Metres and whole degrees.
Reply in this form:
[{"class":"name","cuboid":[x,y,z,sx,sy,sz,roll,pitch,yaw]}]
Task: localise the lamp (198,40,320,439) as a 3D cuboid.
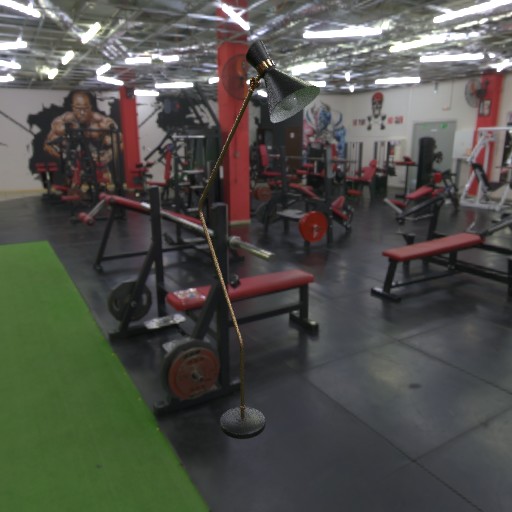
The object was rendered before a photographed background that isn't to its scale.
[{"class":"lamp","cuboid":[0.000,0.000,1.634,0.277,1.438,0.467,-8,17,-27]}]
